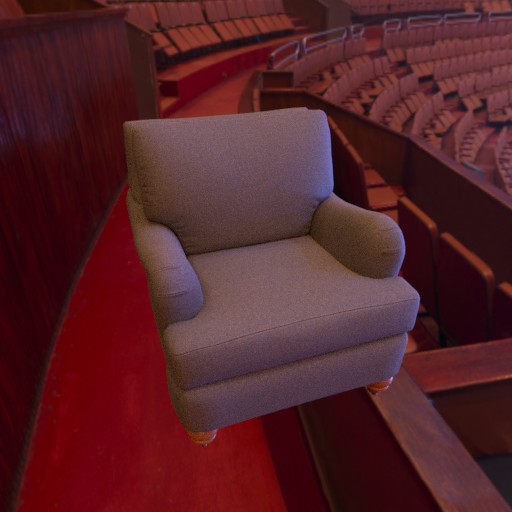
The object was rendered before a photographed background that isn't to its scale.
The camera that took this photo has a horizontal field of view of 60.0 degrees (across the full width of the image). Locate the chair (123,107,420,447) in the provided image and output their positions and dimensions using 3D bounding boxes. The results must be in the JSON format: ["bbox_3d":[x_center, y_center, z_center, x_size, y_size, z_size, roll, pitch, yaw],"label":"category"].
[{"bbox_3d":[0.000,0.000,1.866,0.955,1.038,1.070,-10,32,-17],"label":"chair"}]
